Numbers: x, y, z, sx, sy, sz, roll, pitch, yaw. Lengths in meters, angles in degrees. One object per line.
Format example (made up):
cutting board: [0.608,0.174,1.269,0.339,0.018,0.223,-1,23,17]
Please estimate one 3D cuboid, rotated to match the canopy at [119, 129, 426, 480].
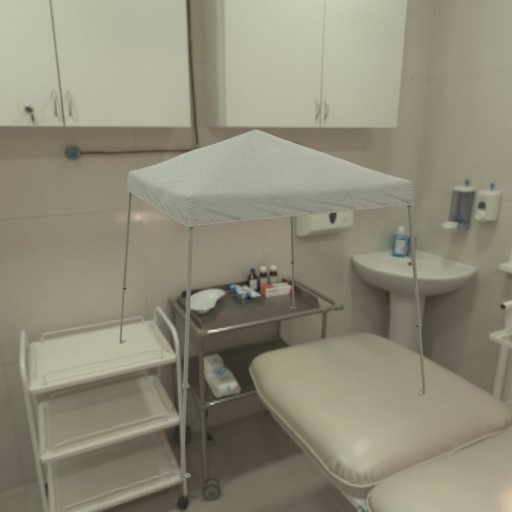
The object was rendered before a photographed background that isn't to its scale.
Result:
canopy: [0.000,0.000,5.189,2.848,2.849,2.849,-8,18,-26]
